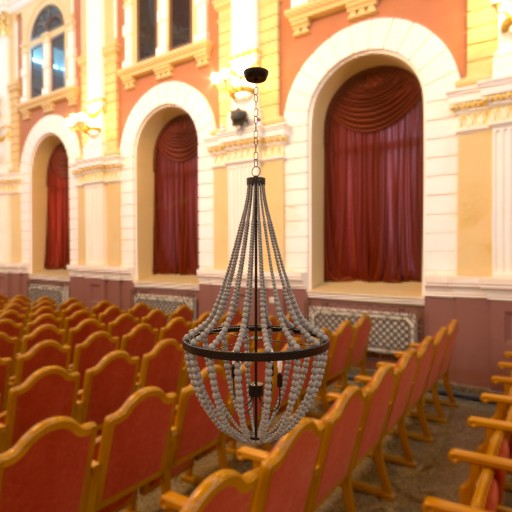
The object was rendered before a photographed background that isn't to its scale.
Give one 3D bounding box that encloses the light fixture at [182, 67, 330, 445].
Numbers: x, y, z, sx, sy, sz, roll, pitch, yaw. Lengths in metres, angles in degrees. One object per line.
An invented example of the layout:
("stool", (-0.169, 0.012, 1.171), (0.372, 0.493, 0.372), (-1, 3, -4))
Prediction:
("light fixture", (0.000, 0.000, 1.369), (0.450, 1.133, 0.450), (0, 0, 0))
